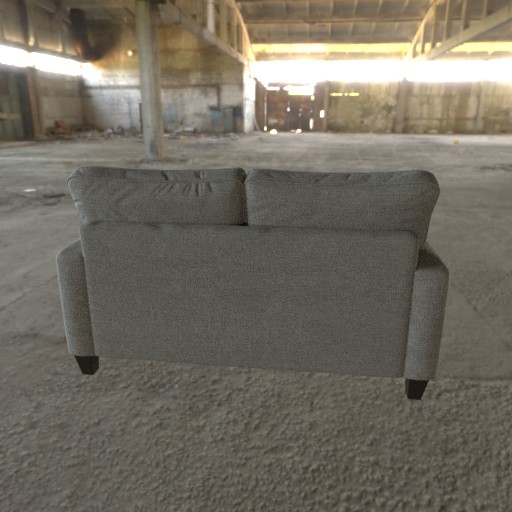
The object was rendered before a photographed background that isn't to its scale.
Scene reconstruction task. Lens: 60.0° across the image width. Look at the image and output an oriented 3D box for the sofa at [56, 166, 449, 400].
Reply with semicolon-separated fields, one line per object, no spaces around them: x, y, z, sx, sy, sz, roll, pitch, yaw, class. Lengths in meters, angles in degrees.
0.000;0.000;2.264;1.651;0.965;0.965;2;18;7;sofa
